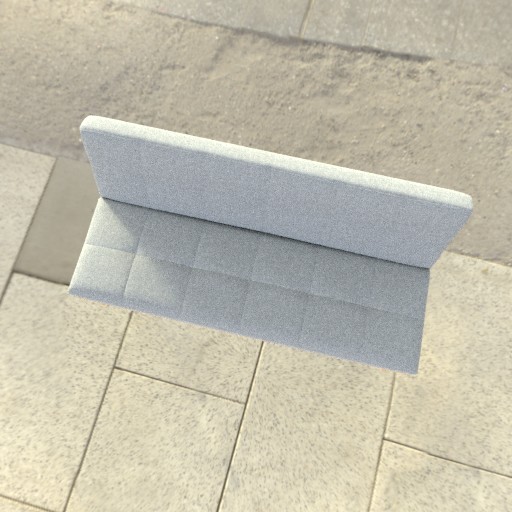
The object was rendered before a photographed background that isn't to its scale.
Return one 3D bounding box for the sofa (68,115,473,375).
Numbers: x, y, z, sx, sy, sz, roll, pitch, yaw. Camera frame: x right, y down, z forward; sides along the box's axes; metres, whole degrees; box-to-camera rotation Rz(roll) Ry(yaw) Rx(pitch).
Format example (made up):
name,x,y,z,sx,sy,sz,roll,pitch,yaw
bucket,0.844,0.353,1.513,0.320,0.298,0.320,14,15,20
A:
name,x,y,z,sx,sy,sz,roll,pitch,yaw
sofa,0.000,0.000,2.260,1.820,0.800,0.800,13,76,3
